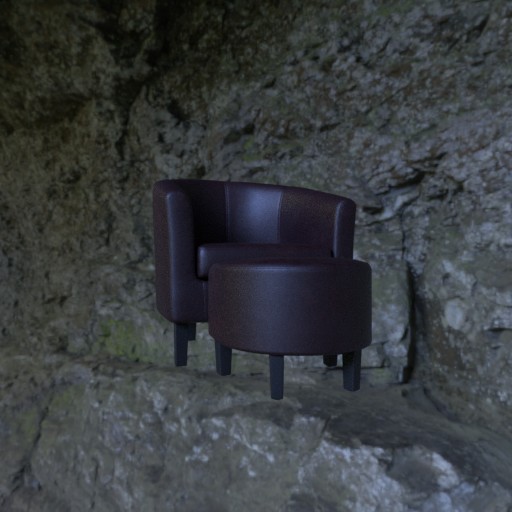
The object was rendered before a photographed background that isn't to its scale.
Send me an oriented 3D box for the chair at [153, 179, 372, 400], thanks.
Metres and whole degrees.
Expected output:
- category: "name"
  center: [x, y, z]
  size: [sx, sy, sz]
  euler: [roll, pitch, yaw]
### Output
- category: "chair"
  center: [0.000, 0.000, 1.682]
  size: [0.737, 0.755, 1.176]
  euler: [0, -1, -18]
